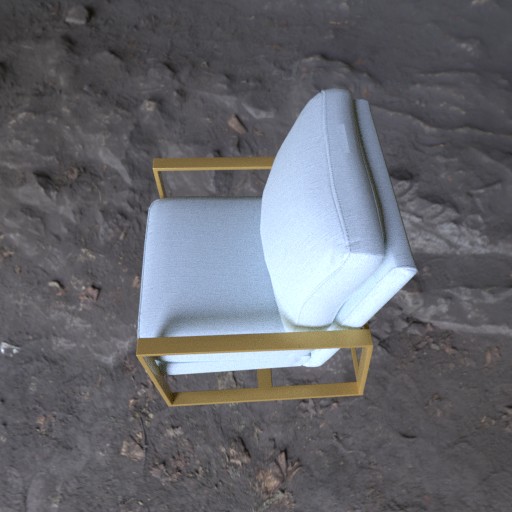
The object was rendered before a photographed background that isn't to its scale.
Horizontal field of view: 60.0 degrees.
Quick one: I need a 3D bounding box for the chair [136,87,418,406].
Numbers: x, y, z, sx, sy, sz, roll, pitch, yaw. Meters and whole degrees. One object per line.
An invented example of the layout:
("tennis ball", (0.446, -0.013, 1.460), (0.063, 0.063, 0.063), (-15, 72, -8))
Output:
("chair", (0.000, 0.000, 1.547), (0.813, 0.956, 0.758), (-3, 58, -2))
